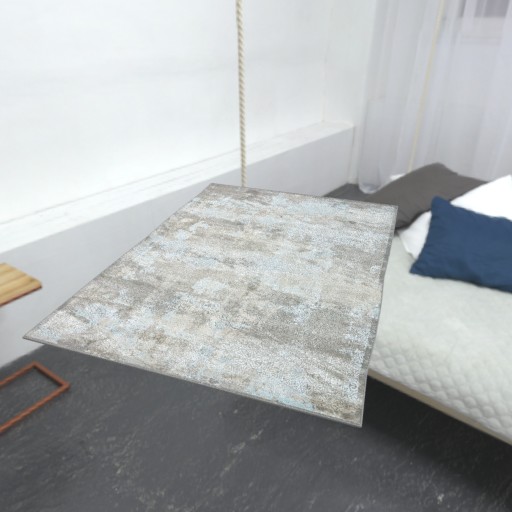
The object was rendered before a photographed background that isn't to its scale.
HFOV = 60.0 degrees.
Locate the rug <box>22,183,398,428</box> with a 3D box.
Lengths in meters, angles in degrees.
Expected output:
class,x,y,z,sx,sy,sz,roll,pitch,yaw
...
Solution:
class,x,y,z,sx,sy,sz,roll,pitch,yaw
rug,0.000,0.000,4.176,2.393,0.013,3.307,10,31,16
